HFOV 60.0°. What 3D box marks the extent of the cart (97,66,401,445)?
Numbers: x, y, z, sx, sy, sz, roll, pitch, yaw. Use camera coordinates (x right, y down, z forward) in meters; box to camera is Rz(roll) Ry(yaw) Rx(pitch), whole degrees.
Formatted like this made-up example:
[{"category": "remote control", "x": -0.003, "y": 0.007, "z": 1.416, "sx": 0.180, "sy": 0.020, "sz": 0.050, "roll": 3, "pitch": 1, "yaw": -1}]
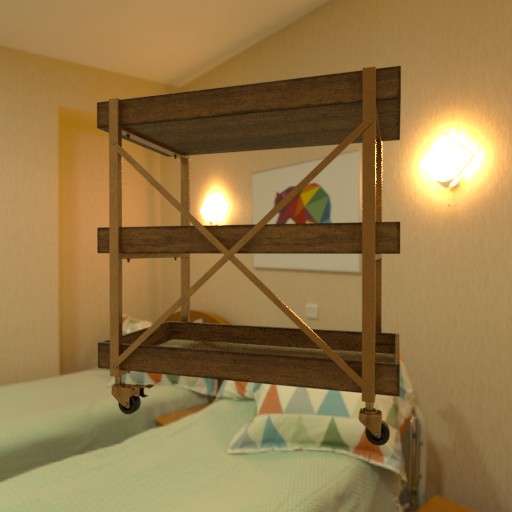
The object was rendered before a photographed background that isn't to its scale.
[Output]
[{"category": "cart", "x": 0.000, "y": 0.000, "z": 1.215, "sx": 0.750, "sy": 0.799, "sz": 0.416, "roll": 0, "pitch": 1, "yaw": 18}]
